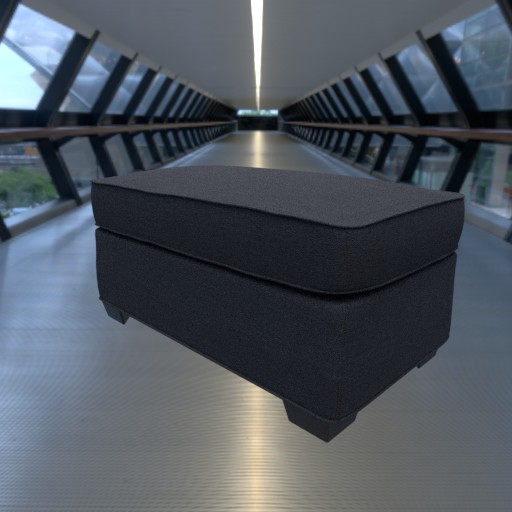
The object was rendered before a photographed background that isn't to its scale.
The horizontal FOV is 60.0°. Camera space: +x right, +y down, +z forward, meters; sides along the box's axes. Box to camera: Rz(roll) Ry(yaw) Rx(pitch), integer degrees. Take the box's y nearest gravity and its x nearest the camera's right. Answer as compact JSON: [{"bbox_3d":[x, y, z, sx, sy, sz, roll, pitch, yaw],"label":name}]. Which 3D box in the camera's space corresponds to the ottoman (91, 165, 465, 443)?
[{"bbox_3d":[0.000,0.000,1.173,0.895,0.453,0.505,15,22,43],"label":"ottoman"}]
